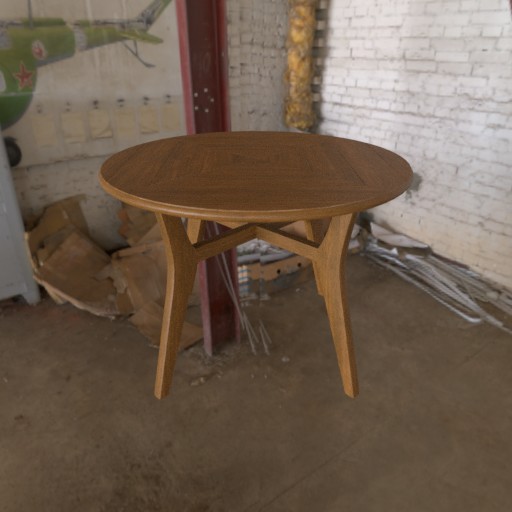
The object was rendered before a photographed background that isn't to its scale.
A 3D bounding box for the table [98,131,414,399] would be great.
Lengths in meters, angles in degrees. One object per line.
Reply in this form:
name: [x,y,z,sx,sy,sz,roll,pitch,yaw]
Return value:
table: [0.000,0.000,1.716,1.055,0.757,1.055,0,26,0]
